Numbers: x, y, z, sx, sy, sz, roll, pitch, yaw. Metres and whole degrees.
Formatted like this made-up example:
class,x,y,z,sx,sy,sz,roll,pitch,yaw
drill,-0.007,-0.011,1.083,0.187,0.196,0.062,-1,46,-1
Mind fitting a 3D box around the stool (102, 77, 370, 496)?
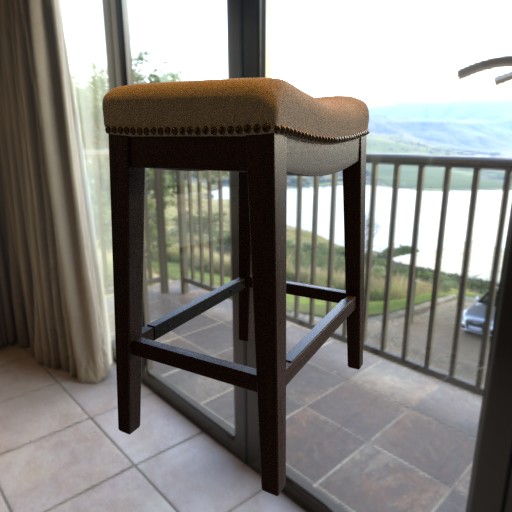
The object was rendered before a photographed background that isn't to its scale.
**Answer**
class,x,y,z,sx,sy,sz,roll,pitch,yaw
stool,0.000,0.000,0.950,0.363,0.669,0.509,8,17,28
